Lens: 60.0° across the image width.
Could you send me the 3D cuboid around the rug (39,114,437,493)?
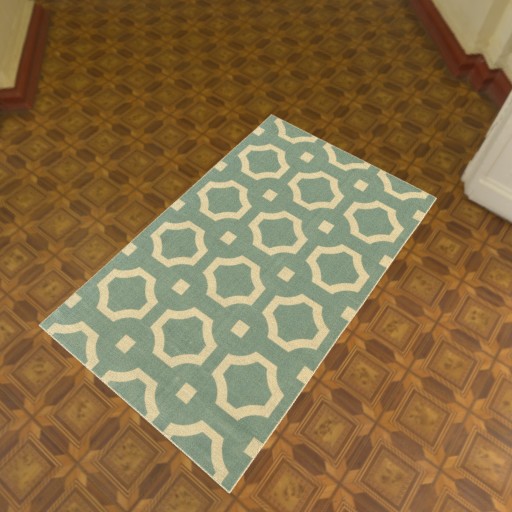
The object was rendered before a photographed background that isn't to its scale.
[{"bbox_3d":[0.000,0.000,3.022,1.528,0.015,2.443,33,63,19],"label":"rug"}]
